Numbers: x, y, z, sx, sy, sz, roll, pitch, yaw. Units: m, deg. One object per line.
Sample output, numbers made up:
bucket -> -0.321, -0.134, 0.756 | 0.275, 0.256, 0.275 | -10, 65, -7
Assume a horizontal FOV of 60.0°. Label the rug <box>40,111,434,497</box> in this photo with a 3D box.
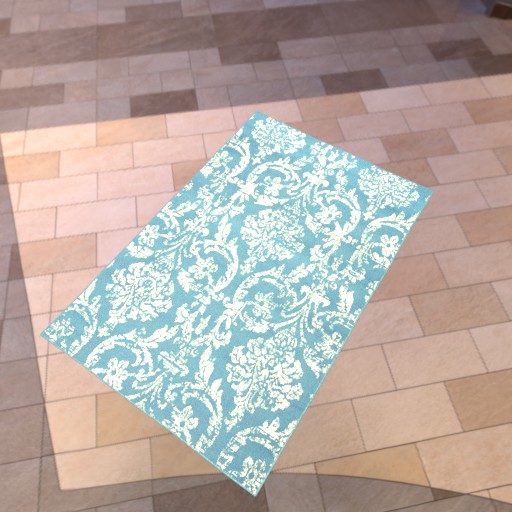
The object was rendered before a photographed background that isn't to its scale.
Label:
rug -> 0.000, 0.000, 2.294 | 1.211, 0.012, 1.833 | 30, 63, 17
